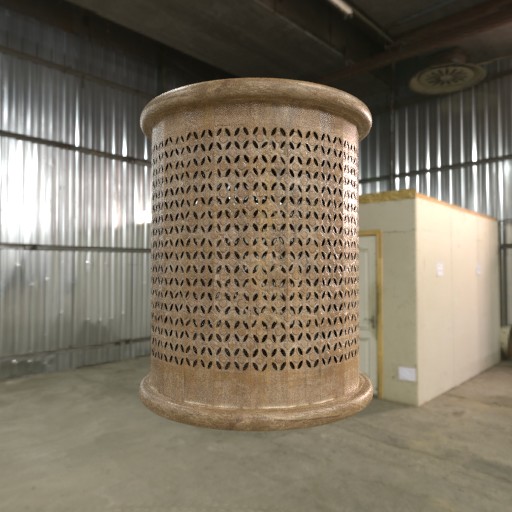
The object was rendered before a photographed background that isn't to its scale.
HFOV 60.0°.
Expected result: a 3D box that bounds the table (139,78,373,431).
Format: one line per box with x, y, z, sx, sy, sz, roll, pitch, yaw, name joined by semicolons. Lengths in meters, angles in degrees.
0.000;0.000;0.800;0.407;0.482;0.407;0;-1;0;table
